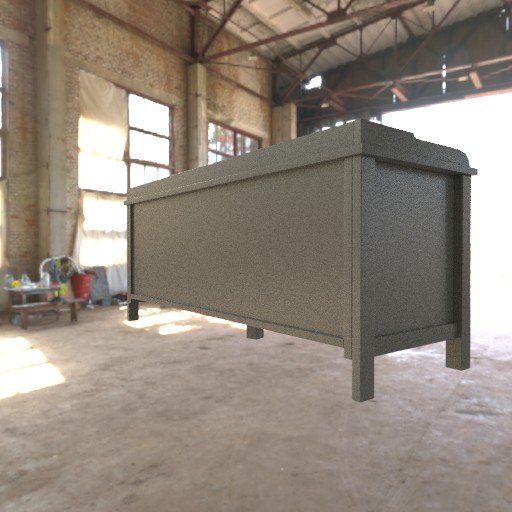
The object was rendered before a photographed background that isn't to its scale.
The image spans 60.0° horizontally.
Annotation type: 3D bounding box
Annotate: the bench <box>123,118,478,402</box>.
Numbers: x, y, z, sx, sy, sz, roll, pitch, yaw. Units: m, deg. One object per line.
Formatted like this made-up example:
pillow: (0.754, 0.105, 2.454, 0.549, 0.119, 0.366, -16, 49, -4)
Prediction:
bench: (0.000, 0.000, 1.338, 0.398, 0.501, 1.140, -1, 1, -37)
